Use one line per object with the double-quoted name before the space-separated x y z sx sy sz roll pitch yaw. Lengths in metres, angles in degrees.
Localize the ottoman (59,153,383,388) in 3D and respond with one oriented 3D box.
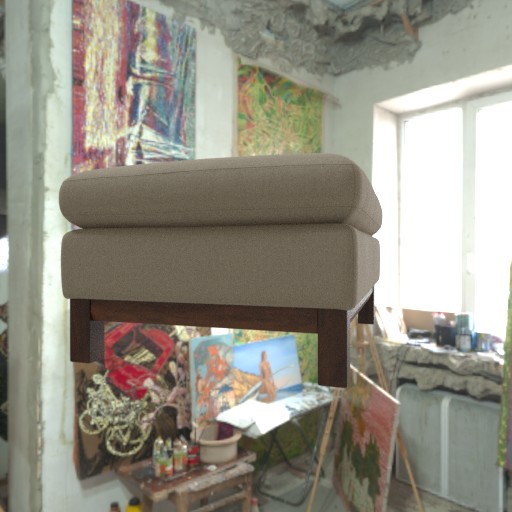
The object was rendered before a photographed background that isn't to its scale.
"ottoman" 0.000 0.000 1.135 0.606 0.420 0.771 0 1 18
